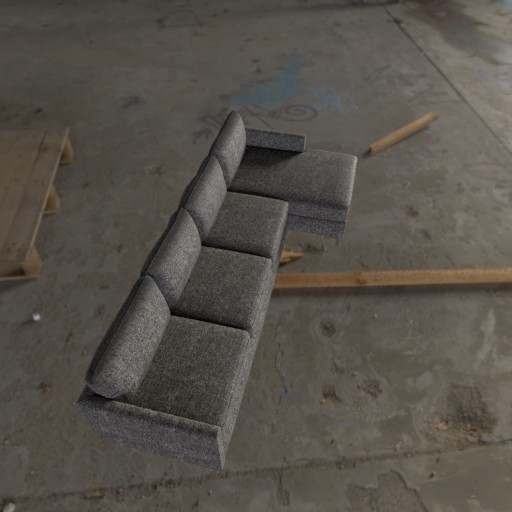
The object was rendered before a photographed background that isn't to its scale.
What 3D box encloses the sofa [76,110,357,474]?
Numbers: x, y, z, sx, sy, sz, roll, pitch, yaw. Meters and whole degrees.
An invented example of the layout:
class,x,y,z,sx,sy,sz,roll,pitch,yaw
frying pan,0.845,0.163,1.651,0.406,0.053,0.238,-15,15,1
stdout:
class,x,y,z,sx,sy,sz,roll,pitch,yaw
sofa,0.000,0.000,3.913,1.488,0.970,3.384,10,48,9
